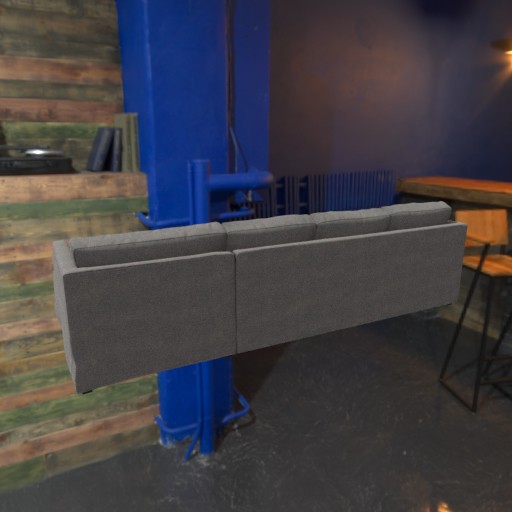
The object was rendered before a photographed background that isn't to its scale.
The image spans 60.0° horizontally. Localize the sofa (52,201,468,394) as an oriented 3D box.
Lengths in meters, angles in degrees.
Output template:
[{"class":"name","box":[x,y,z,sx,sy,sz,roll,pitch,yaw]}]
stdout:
[{"class":"sofa","box":[0.000,0.000,3.814,3.205,0.922,1.650,-8,17,-26]}]
